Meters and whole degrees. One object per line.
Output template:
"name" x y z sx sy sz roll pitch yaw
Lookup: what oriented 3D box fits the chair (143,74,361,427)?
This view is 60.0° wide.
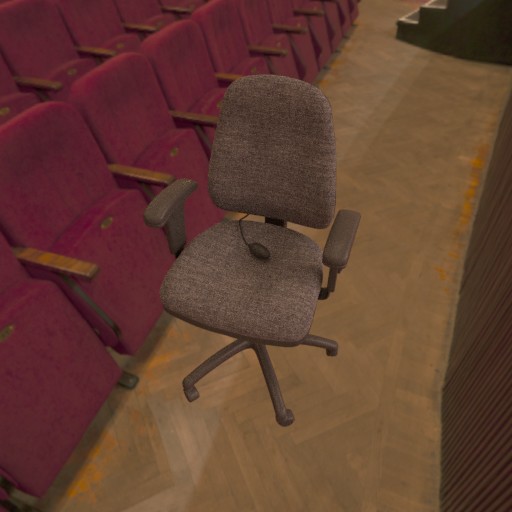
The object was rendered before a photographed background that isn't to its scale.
"chair" 0.000 0.000 1.266 0.550 0.910 0.530 13 43 14
